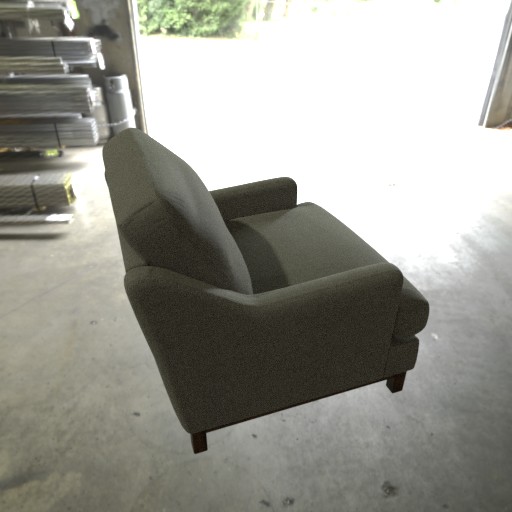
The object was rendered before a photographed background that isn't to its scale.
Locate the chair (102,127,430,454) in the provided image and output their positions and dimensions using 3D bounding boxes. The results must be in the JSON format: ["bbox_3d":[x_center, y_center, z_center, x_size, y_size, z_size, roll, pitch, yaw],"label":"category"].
[{"bbox_3d":[0.000,0.000,1.533,0.892,0.821,0.826,-10,32,-17],"label":"chair"}]
